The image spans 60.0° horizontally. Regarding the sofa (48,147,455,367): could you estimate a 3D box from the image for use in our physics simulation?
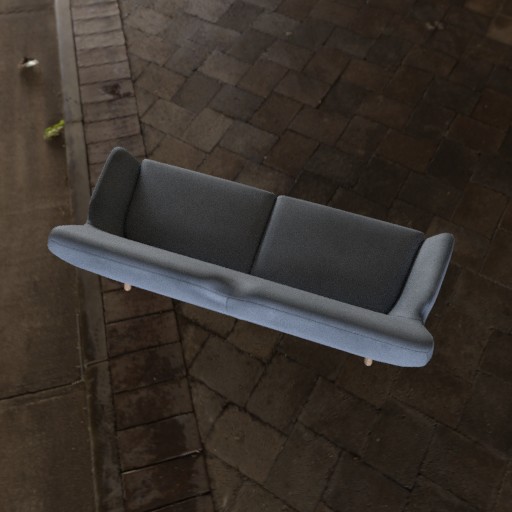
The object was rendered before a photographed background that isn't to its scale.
[{"bbox_3d":[0.000,0.000,2.325,1.870,0.810,0.850,16,64,8],"label":"sofa"}]
